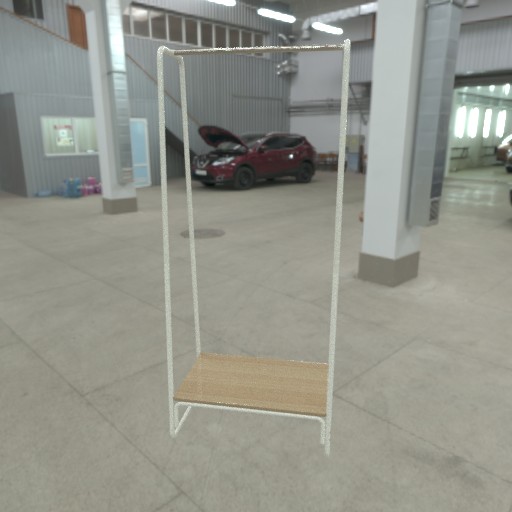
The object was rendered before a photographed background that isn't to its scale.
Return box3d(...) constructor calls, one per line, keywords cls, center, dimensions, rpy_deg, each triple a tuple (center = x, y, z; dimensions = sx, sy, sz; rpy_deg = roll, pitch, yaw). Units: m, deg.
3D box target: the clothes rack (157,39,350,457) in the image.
box3d(cls="clothes rack", center=(0.000, 0.000, 1.734), dimensions=(0.640, 1.500, 0.400), rpy_deg=(3, 16, 10))
